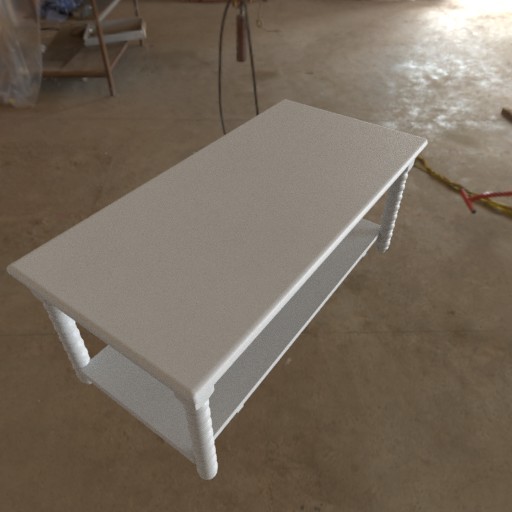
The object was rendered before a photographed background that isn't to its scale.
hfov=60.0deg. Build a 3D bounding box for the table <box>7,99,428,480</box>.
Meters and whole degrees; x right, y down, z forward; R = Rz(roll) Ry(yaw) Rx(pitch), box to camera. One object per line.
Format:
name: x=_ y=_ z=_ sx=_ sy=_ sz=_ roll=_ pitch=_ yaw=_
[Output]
table: x=0.000 y=0.000 z=1.401 sx=0.580 sy=0.487 sz=1.171 roll=26 pitch=48 yaw=26
